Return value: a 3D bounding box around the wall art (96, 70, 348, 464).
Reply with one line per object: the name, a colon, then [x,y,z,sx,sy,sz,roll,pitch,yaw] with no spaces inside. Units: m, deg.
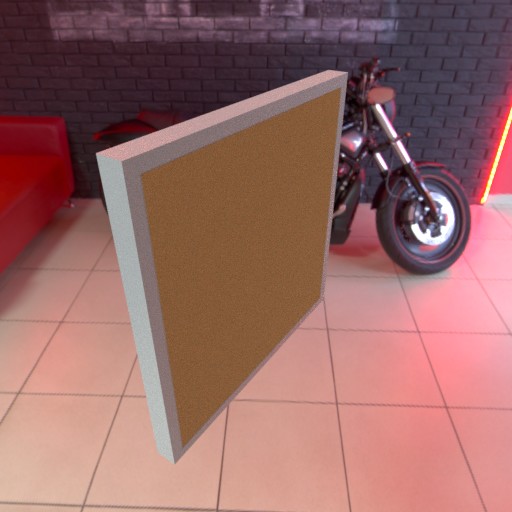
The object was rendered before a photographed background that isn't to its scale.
wall art: [0.000,0.000,0.747,0.038,0.506,0.506,21,39,28]
